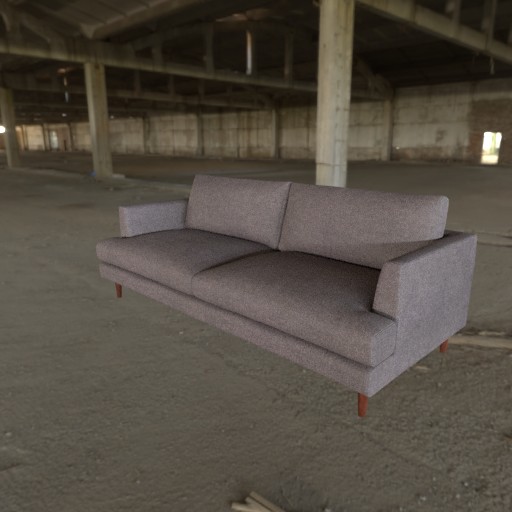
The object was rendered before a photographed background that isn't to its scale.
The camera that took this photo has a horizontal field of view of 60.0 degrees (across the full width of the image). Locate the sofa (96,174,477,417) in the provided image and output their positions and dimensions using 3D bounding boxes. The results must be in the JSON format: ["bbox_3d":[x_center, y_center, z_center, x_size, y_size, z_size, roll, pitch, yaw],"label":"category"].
[{"bbox_3d":[0.000,0.000,2.749,2.250,0.868,1.020,14,20,43],"label":"sofa"}]
